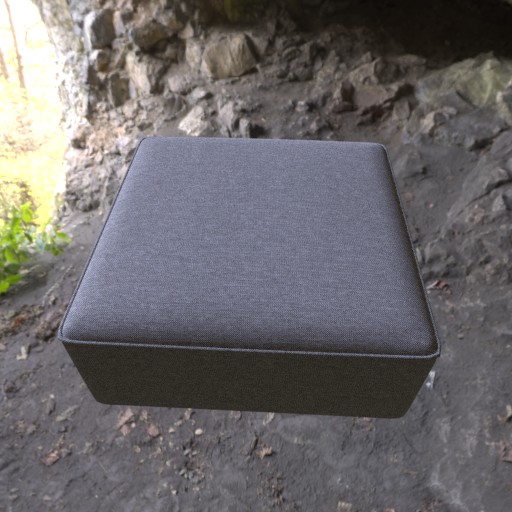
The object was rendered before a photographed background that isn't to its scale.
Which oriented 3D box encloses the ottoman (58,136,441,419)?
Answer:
[{"bbox_3d":[0.000,0.000,1.596,1.005,0.455,1.005,2,46,2],"label":"ottoman"}]
